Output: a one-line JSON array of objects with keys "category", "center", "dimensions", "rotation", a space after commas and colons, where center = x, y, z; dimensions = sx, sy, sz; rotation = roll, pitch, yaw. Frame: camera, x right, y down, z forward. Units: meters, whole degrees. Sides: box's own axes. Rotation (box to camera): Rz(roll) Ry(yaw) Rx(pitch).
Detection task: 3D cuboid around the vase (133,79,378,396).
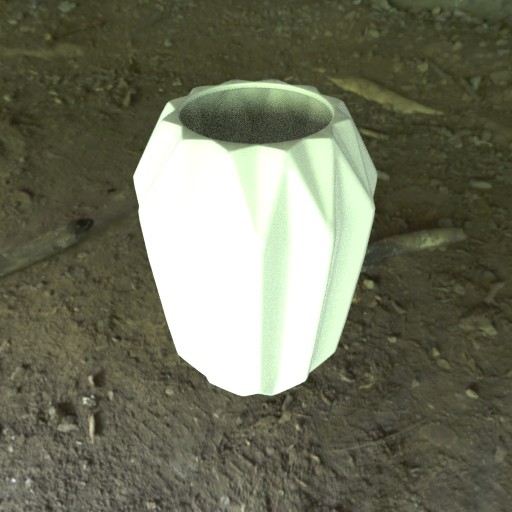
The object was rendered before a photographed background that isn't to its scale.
[{"category": "vase", "center": [0.000, 0.000, 0.405], "dimensions": [0.195, 0.275, 0.195], "rotation": [0, 40, 0]}]
